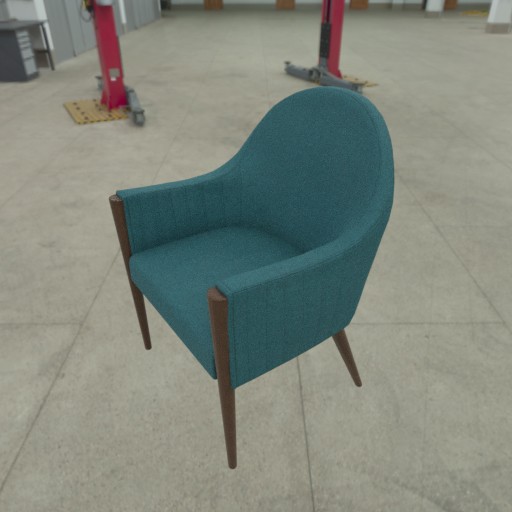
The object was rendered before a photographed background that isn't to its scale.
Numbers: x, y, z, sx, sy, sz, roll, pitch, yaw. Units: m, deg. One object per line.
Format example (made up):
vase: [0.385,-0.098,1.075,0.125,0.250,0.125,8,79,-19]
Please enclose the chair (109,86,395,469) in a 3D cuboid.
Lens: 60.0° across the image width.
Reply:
chair: [0.000,0.000,1.357,0.652,0.907,0.656,-21,38,-29]
